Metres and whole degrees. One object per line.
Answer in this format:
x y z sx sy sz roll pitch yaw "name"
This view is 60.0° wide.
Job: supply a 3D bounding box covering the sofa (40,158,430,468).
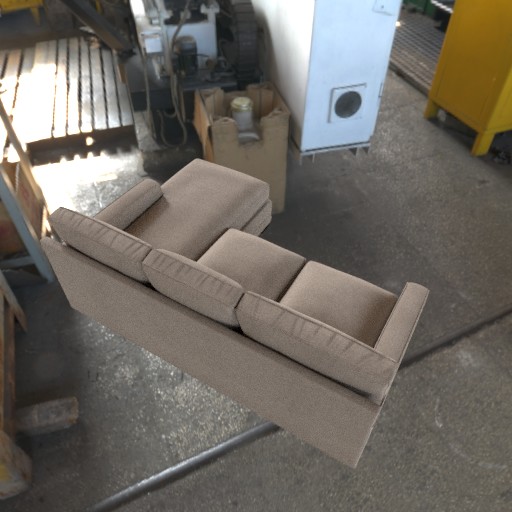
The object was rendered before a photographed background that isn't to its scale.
0.000 0.000 2.845 2.087 0.861 1.496 23 50 21 "sofa"
